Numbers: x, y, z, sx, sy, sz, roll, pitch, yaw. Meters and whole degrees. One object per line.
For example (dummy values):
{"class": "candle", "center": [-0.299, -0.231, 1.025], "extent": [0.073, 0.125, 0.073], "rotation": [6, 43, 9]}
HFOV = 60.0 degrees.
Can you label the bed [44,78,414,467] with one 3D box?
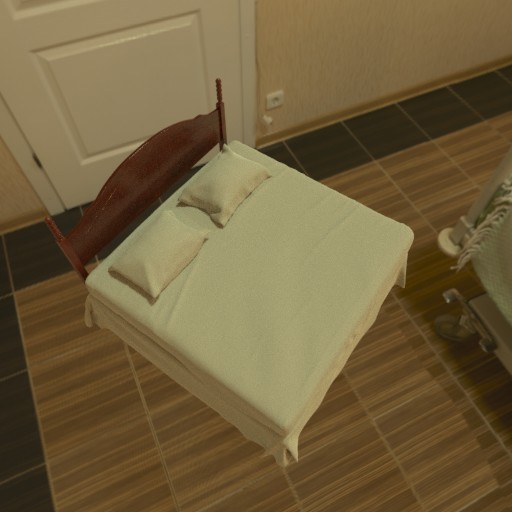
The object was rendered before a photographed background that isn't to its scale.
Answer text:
{"class": "bed", "center": [0.000, 0.000, 3.634], "extent": [2.219, 1.355, 2.322], "rotation": [31, 62, 18]}
